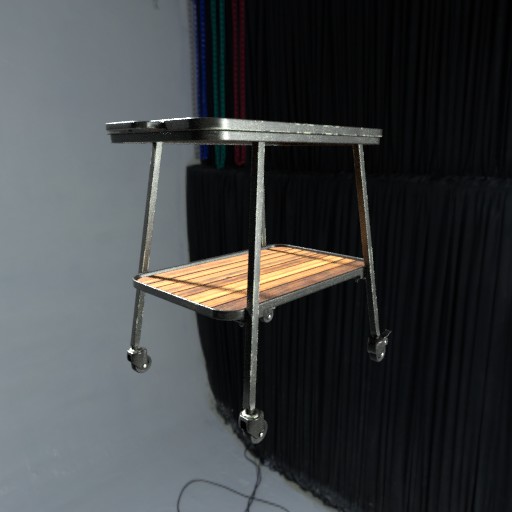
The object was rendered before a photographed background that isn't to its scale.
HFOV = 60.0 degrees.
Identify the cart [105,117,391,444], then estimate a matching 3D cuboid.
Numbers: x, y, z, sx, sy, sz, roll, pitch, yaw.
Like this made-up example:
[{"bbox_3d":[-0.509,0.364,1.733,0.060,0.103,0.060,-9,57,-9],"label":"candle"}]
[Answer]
[{"bbox_3d":[0.000,0.000,1.258,0.515,0.700,0.806,12,18,42],"label":"cart"}]
